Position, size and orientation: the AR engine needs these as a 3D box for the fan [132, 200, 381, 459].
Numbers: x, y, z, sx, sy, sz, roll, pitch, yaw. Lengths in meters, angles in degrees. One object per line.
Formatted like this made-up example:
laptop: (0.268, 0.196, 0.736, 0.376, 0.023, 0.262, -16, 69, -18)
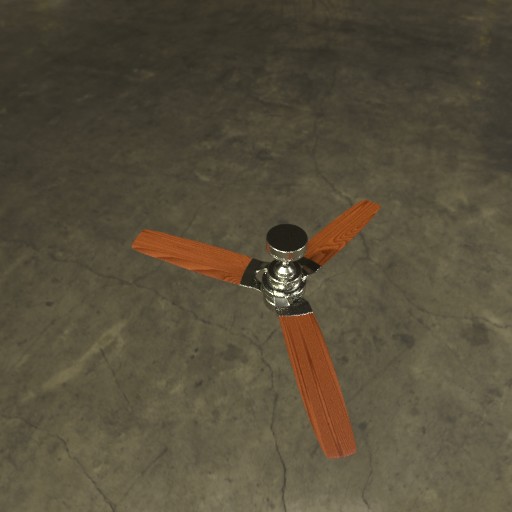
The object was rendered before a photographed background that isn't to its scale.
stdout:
fan: (0.000, 0.000, 2.031, 1.271, 0.410, 1.416, 16, 48, 15)
